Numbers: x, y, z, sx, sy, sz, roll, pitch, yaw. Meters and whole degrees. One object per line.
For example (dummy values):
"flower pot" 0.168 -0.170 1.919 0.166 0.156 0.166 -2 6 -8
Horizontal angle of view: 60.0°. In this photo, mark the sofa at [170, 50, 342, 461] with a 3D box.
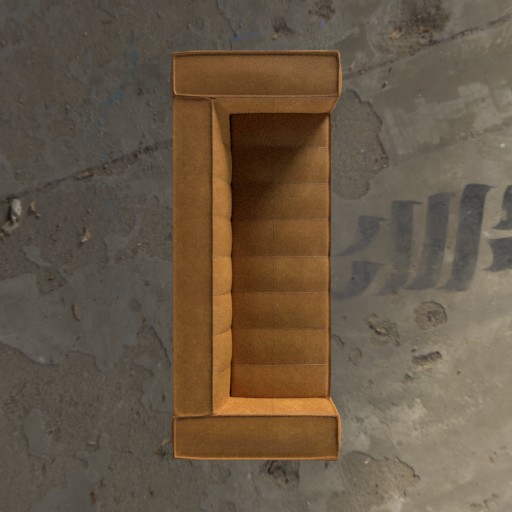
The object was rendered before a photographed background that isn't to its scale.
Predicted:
"sofa" 0.000 0.000 3.077 1.102 0.701 2.581 0 91 0
